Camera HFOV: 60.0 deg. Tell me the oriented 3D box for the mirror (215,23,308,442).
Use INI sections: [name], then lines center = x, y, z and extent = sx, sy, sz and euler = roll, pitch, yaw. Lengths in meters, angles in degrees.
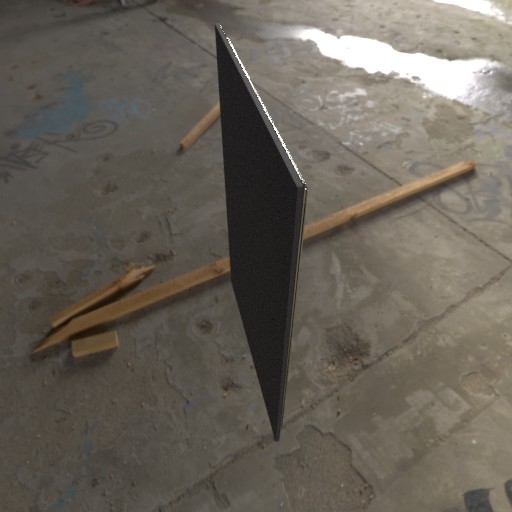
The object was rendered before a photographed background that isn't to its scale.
[mirror]
center = 0.000, 0.000, 1.137
extent = 0.039, 0.914, 0.613
euler = -10, 48, -10
